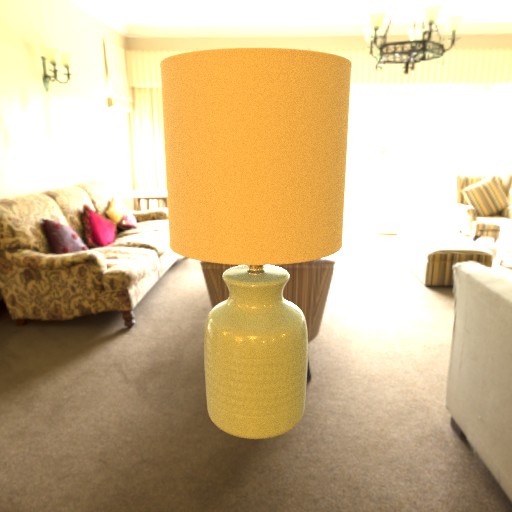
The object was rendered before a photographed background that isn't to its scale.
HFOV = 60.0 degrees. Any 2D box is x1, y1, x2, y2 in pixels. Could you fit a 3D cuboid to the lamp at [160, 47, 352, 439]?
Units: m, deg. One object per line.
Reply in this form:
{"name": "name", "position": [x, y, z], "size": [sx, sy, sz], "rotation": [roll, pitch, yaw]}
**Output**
{"name": "lamp", "position": [0.000, 0.000, 1.096], "size": [0.418, 0.871, 0.418], "rotation": [14, 20, 42]}
